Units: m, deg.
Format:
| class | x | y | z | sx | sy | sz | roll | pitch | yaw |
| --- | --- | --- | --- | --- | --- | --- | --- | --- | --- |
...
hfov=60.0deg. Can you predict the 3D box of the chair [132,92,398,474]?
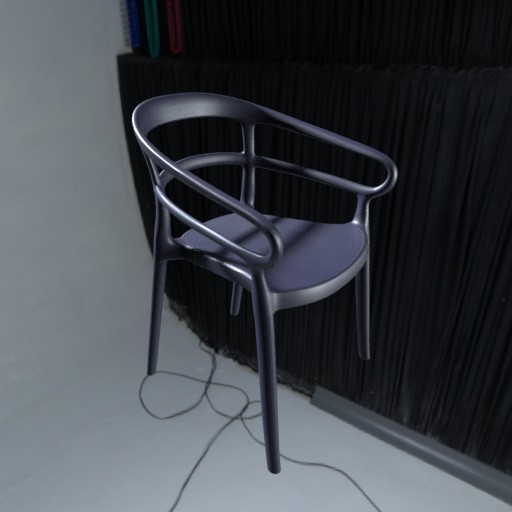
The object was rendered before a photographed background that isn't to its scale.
| class | x | y | z | sx | sy | sz | roll | pitch | yaw |
| --- | --- | --- | --- | --- | --- | --- | --- | --- | --- |
| chair | 0.000 | 0.000 | 1.151 | 0.527 | 0.761 | 0.559 | 18 | 32 | 32 |
